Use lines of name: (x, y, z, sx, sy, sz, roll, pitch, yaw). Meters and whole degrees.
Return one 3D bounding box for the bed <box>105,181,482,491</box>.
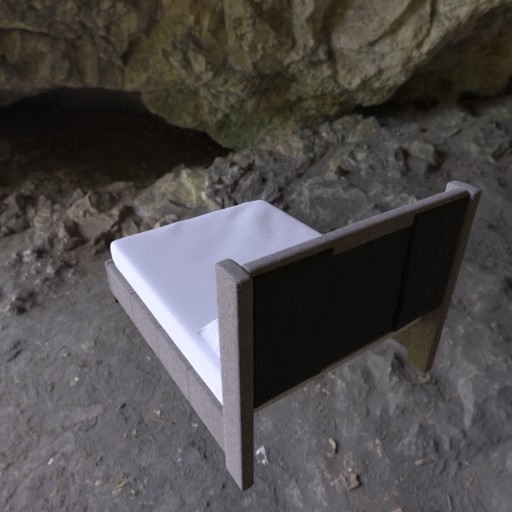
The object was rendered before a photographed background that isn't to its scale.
bed: (0.000, 0.000, 3.360, 1.714, 1.476, 2.245, -19, 36, -29)
